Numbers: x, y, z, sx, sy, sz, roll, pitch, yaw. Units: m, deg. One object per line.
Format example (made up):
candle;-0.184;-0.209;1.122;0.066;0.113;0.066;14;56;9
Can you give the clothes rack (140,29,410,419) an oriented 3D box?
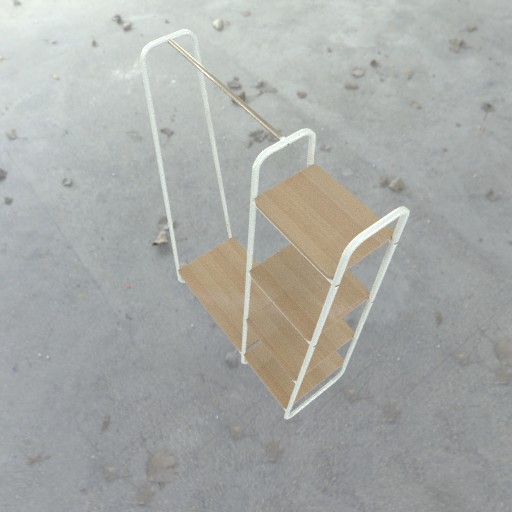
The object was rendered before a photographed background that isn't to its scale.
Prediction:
clothes rack;0.000;0.000;1.903;0.400;1.500;1.011;-33;63;-19
